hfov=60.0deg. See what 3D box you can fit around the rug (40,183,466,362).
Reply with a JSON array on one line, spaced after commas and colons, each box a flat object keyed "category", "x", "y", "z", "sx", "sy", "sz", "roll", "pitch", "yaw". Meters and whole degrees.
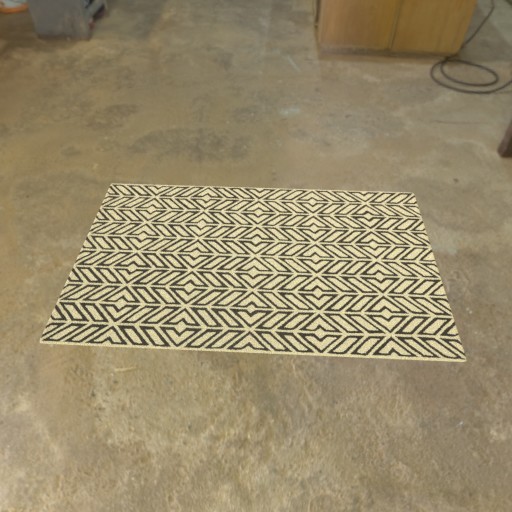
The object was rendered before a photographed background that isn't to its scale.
[{"category": "rug", "x": 0.000, "y": 0.000, "z": 3.043, "sx": 2.438, "sy": 0.008, "sz": 1.523, "roll": 2, "pitch": 46, "yaw": 2}]
